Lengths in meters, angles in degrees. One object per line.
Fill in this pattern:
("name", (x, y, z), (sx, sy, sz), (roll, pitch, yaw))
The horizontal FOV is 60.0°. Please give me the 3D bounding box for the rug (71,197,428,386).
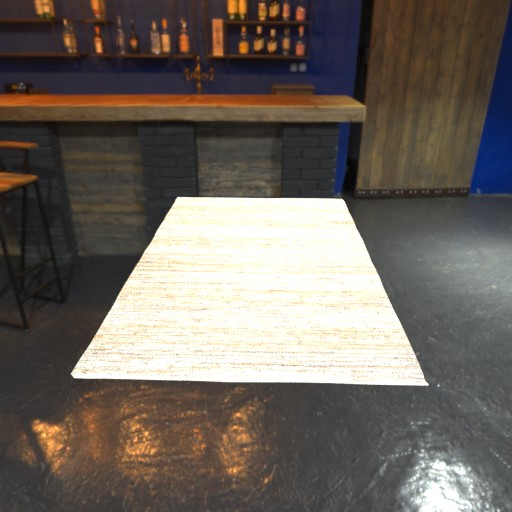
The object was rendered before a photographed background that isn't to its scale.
("rug", (0.000, 0.000, 2.972), (1.529, 0.009, 2.446), (1, 26, 2))
